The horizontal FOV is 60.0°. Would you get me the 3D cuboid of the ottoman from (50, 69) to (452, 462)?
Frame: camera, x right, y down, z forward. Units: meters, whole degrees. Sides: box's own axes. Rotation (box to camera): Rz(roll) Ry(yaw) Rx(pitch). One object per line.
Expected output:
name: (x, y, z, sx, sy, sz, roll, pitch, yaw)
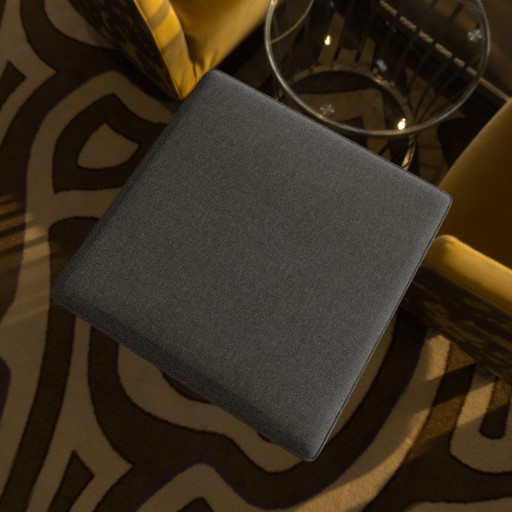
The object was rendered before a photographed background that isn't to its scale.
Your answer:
ottoman: (0.000, 0.000, 1.606, 1.000, 0.439, 1.000, 30, 79, 7)
